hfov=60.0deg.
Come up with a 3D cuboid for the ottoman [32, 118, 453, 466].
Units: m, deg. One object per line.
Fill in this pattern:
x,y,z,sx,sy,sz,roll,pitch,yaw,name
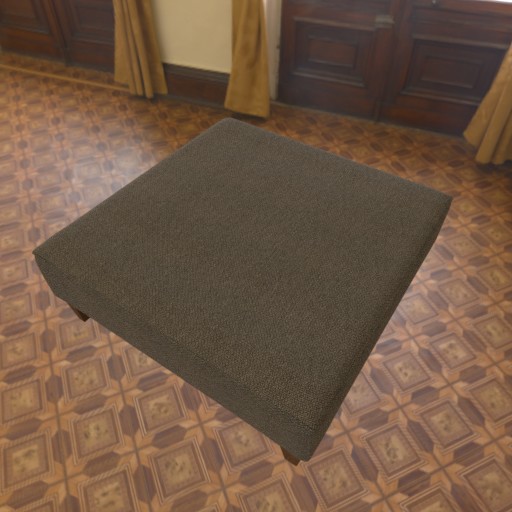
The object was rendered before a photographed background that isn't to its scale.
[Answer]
0.000,0.000,1.508,0.970,0.378,0.981,26,51,23,ottoman
